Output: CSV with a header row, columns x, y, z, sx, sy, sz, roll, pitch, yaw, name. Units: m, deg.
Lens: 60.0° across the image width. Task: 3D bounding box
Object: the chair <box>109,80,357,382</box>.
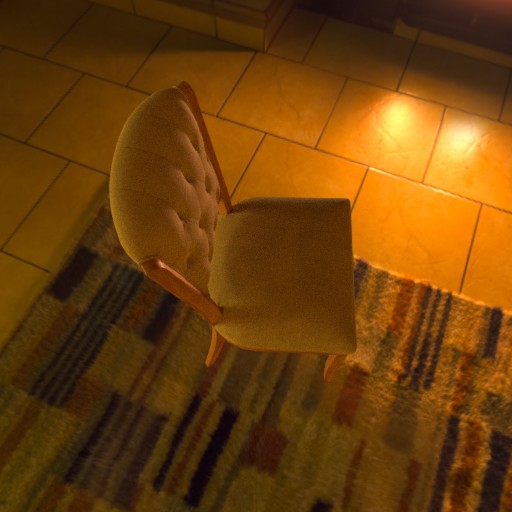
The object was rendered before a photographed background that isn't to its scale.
x,y,z,sx,sy,sz,roll,pitch,yaw,name
0.000,0.000,1.284,0.584,0.905,0.513,3,63,2,chair
